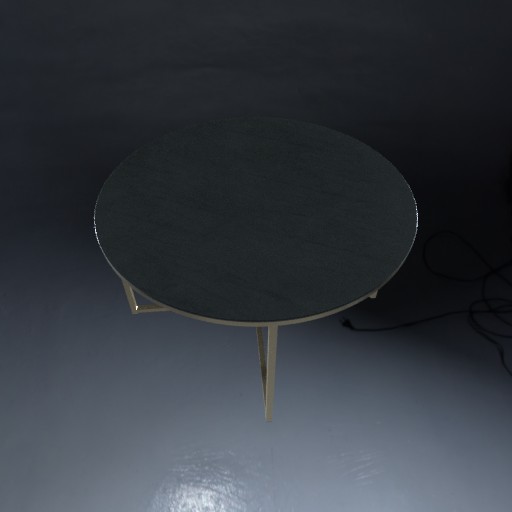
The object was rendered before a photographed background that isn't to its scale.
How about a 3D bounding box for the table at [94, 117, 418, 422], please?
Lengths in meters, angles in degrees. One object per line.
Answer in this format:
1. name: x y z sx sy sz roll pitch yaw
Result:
1. table: 0.000 0.000 1.293 0.800 0.450 0.800 0 45 0
